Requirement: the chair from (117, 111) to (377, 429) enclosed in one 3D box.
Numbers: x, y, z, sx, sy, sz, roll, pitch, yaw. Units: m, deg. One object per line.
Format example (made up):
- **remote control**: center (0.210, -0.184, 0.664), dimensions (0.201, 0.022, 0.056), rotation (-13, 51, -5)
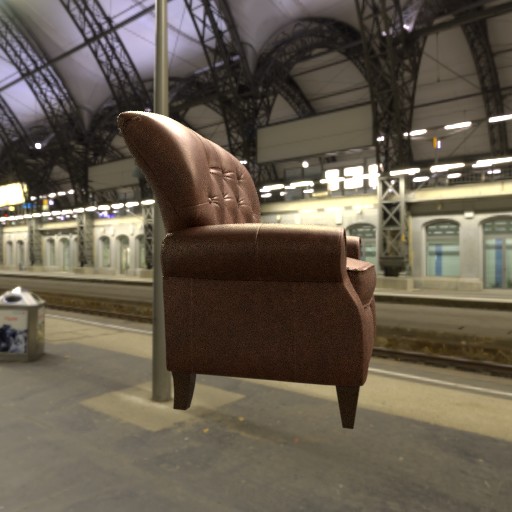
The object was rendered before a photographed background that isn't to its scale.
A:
- **chair**: center (0.000, 0.000, 1.967), dimensions (1.031, 1.162, 0.979), rotation (0, 0, 17)
